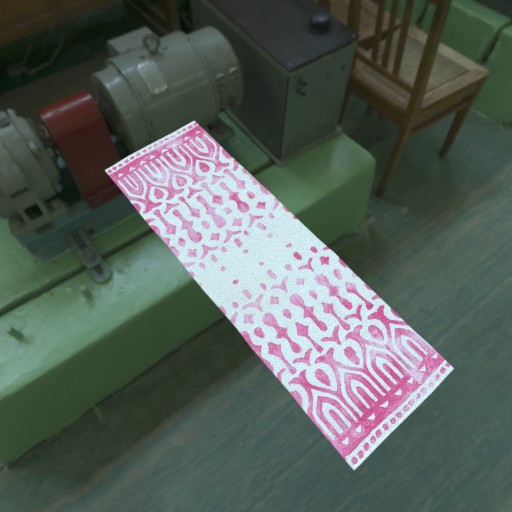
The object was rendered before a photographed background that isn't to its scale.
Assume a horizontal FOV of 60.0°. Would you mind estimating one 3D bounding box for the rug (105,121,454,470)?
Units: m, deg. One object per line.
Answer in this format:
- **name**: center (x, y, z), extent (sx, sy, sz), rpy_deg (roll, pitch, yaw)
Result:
- **rug**: center (0.000, 0.000, 2.736), extent (0.787, 0.011, 2.458), rpy_deg (-34, 64, -19)
